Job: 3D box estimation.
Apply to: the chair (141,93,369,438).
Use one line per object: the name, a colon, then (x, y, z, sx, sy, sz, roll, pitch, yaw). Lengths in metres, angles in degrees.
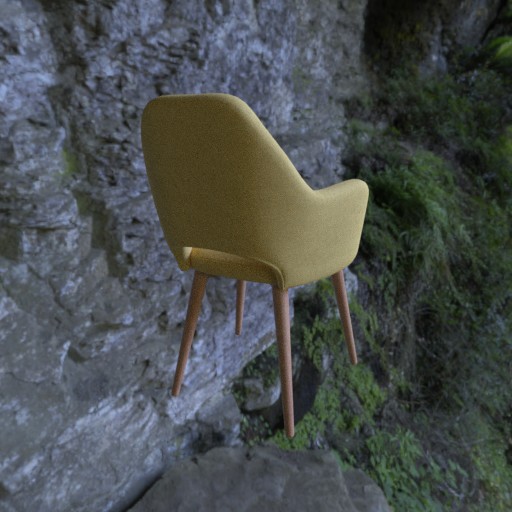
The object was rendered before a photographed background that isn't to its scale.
chair: (0.000, 0.000, 1.268, 0.590, 0.840, 0.610, 9, 18, 28)
